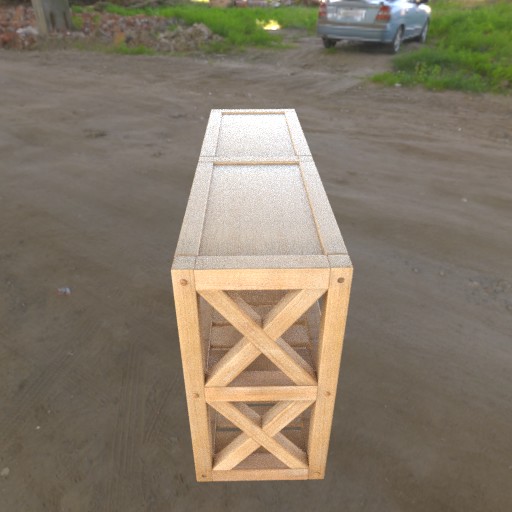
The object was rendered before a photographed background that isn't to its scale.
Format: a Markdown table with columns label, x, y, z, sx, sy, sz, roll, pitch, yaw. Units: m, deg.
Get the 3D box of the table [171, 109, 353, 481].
| label | x | y | z | sx | sy | sz | roll | pitch | yaw |
| --- | --- | --- | --- | --- | --- | --- | --- | --- | --- |
| table | 0.000 | 0.000 | 1.674 | 0.381 | 0.762 | 1.320 | -1 | 32 | -1 |
